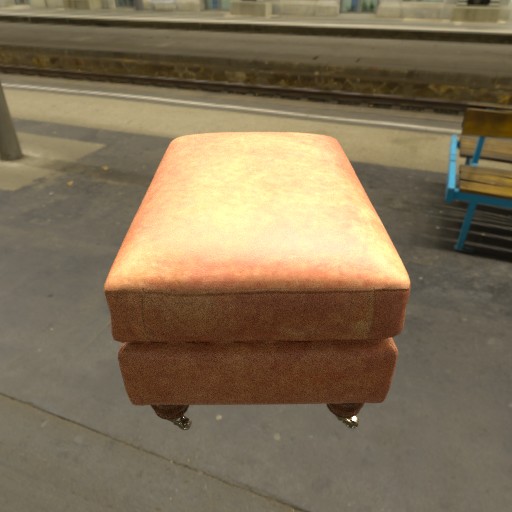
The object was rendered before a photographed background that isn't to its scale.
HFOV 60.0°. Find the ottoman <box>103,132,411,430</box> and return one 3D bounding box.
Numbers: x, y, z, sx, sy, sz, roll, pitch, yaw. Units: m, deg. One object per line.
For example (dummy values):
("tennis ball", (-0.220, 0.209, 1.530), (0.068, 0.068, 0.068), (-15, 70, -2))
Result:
("ottoman", (0.000, 0.000, 1.198), (0.565, 0.507, 0.852), (0, 32, -1))
